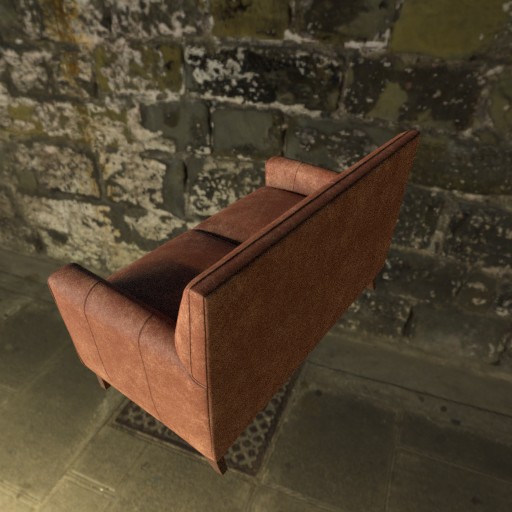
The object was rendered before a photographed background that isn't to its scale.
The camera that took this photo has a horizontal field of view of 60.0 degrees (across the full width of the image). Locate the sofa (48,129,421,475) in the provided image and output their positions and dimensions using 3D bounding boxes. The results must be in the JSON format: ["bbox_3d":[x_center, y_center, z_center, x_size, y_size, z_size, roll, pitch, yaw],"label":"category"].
[{"bbox_3d":[0.000,0.000,1.930,0.787,0.871,1.473,22,39,29],"label":"sofa"}]
